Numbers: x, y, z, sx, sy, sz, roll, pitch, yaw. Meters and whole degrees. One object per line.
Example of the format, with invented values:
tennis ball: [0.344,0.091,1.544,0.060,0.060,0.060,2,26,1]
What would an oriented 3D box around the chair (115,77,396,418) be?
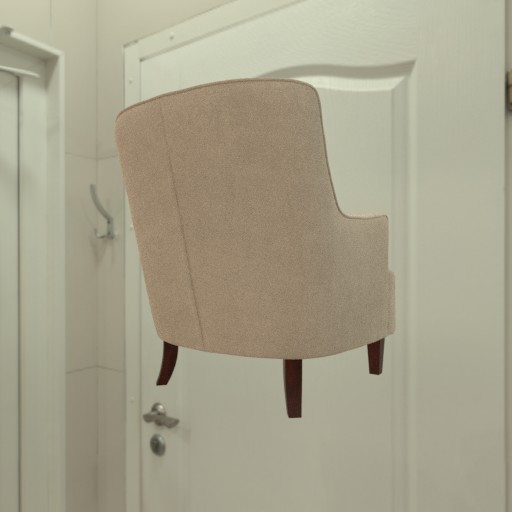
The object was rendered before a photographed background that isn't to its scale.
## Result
chair: [0.000,0.000,1.599,0.781,0.920,0.910,0,0,35]
